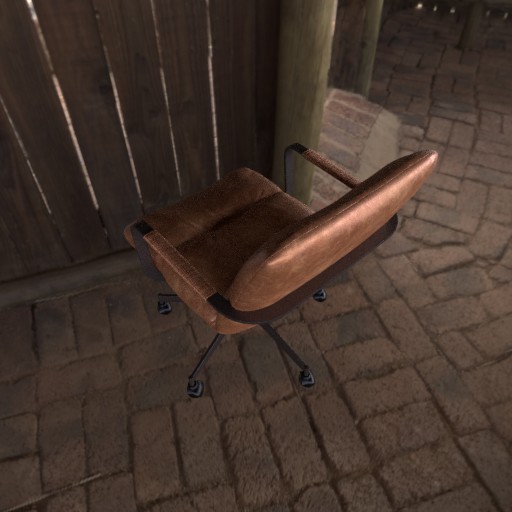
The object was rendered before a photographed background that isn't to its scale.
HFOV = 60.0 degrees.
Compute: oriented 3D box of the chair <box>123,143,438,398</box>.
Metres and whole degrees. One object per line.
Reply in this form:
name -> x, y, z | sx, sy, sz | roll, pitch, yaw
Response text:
chair -> 0.000, 0.000, 1.457 | 0.727, 0.922, 0.754 | -32, 54, -28
